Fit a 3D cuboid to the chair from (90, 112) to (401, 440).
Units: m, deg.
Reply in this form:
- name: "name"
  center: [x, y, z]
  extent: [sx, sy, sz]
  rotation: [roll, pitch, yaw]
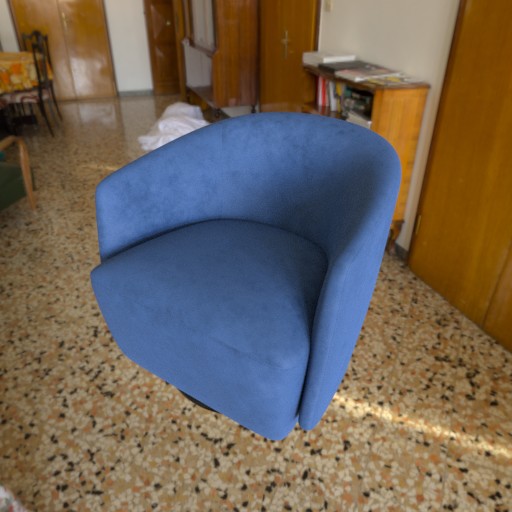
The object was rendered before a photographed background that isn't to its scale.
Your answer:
- name: "chair"
  center: [0.000, 0.000, 1.337]
  extent: [0.773, 0.698, 0.767]
  rotation: [19, 36, 29]
